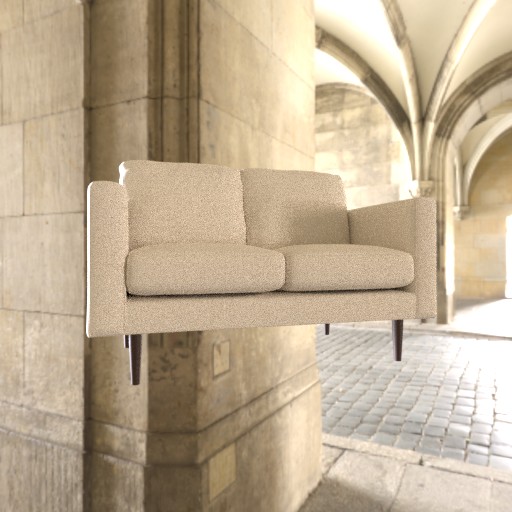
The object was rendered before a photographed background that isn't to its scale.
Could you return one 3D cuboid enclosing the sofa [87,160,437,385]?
[{"bbox_3d":[0.000,0.000,2.038,1.430,0.908,0.796,0,0,-19],"label":"sofa"}]
